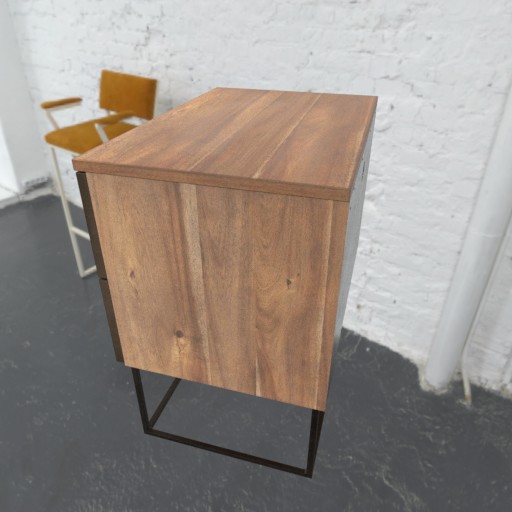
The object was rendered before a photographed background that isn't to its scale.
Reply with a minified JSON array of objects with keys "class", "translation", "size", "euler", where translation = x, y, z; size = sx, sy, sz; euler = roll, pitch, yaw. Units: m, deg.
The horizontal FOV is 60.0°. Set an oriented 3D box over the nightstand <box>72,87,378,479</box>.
[{"class":"nightstand","translation":[0.000,0.000,1.011],"size":[0.427,0.611,0.605],"euler":[9,32,14]}]
